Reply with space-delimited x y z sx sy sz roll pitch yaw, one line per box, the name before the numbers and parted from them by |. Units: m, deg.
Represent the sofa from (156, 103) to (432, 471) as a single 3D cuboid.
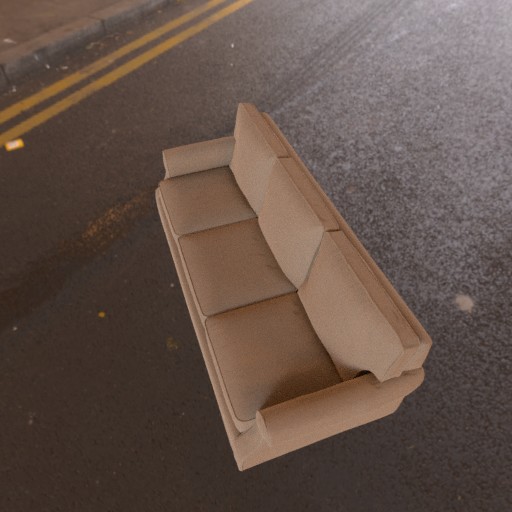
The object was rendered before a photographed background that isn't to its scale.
sofa | 0.000 0.000 2.820 0.966 0.948 2.354 -15 49 -13
